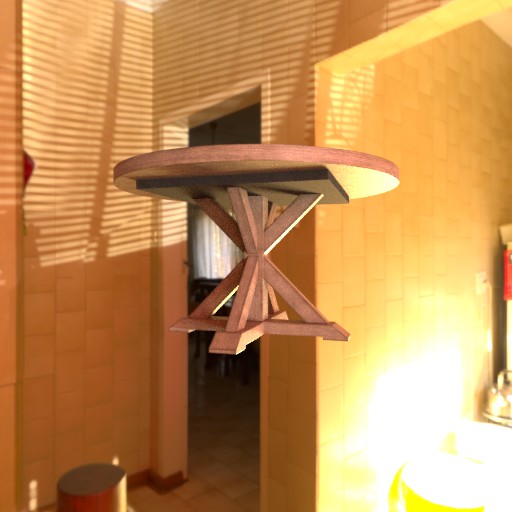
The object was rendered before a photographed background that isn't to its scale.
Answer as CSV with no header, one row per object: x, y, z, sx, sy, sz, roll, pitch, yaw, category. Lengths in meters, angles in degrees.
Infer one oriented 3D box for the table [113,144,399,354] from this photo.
0.000,0.000,2.218,1.363,0.781,1.363,0,0,0,table
